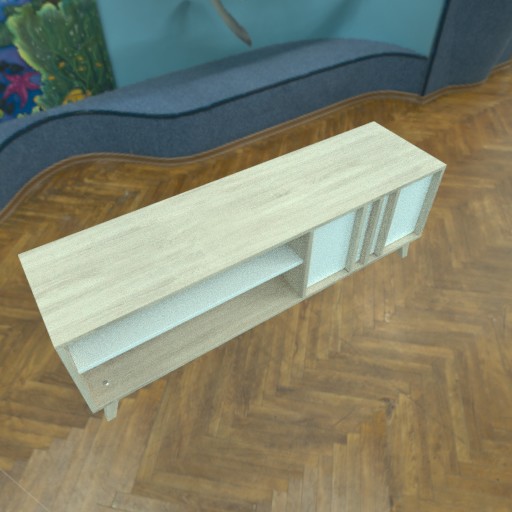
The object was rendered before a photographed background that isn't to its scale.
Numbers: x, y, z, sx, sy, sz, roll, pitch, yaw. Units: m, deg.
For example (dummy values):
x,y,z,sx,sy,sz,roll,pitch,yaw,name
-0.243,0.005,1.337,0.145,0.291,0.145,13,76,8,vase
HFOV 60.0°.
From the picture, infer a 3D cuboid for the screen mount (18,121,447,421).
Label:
x,y,z,sx,sy,sz,roll,pitch,yaw,name
0.000,0.000,1.724,1.500,0.510,0.400,-25,51,-23,screen mount
